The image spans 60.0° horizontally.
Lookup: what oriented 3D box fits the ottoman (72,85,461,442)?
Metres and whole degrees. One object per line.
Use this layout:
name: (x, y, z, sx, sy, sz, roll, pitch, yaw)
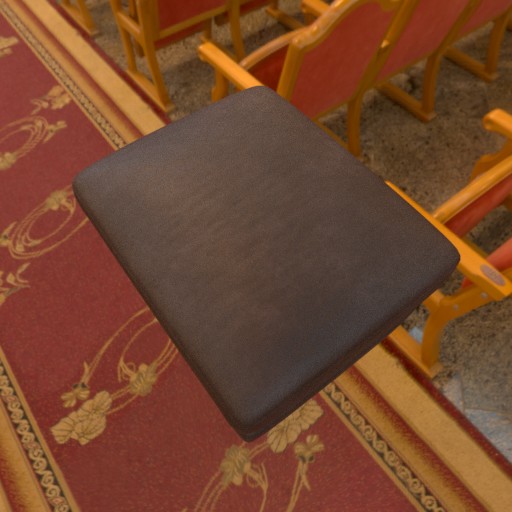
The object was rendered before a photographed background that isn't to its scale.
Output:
ottoman: (0.000, 0.000, 1.268, 0.670, 0.569, 0.806, -33, 64, -18)
